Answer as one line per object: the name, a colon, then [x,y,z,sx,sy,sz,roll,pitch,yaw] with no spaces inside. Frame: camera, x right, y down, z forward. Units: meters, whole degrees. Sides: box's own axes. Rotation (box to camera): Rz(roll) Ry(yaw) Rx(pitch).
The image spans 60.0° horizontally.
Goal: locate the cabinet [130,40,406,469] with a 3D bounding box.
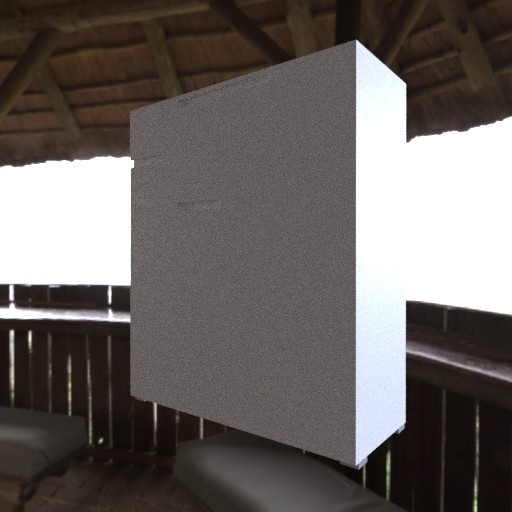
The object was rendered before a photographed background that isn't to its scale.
cabinet: [0.000,0.000,1.679,1.000,1.190,0.400,0,0,38]
